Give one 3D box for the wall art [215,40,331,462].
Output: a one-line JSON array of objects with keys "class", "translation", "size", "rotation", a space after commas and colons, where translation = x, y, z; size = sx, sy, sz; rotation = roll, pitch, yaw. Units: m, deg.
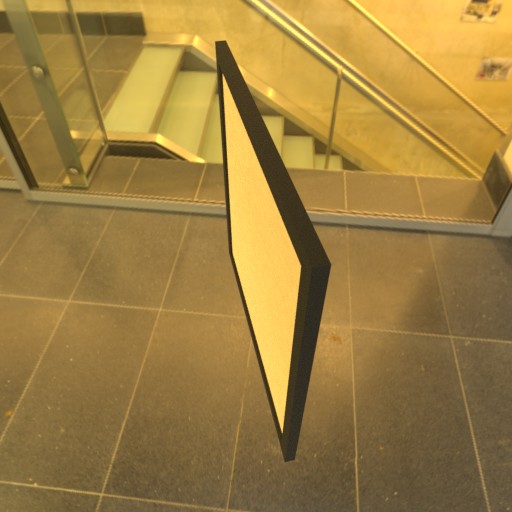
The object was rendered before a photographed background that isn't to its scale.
[{"class": "wall art", "translation": [0.000, 0.000, 0.523], "size": [0.013, 0.356, 0.356], "rotation": [-10, 48, -9]}]
